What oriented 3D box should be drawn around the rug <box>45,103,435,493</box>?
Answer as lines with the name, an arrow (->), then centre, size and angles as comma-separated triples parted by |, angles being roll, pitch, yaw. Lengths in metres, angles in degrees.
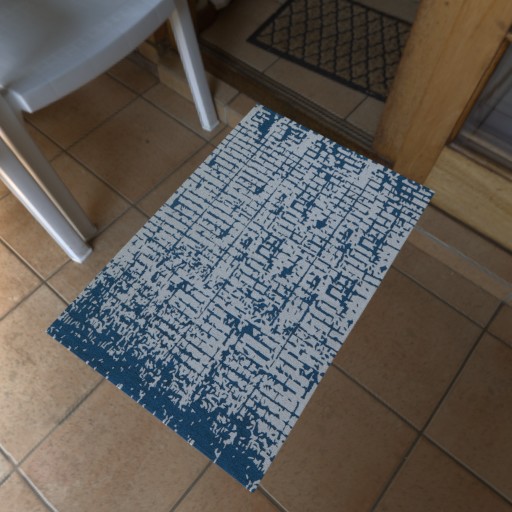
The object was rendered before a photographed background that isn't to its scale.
rug -> 0.000, 0.000, 2.327 | 1.220, 0.007, 1.828 | 31, 67, 15
